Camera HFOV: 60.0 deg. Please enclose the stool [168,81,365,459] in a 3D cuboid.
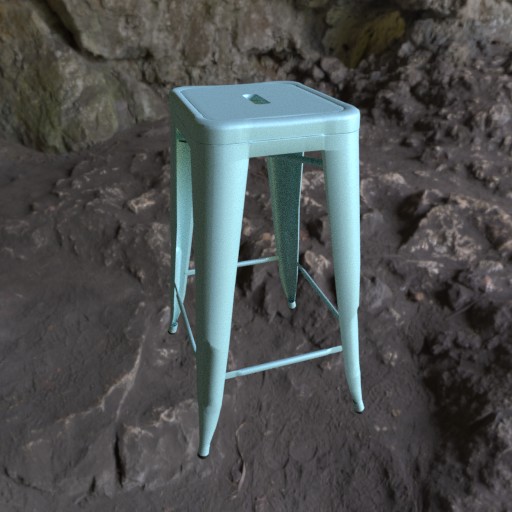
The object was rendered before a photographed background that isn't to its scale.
[{"bbox_3d":[0.000,0.000,0.887,0.359,0.609,0.399,-10,32,-16],"label":"stool"}]
